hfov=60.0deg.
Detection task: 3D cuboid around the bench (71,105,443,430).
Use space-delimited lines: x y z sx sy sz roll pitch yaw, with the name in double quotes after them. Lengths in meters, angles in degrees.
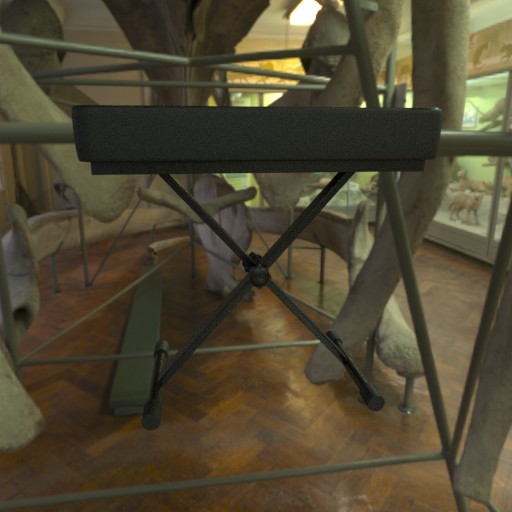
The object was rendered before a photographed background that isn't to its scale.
0.000 0.000 0.903 0.600 0.561 0.300 -2 15 -7 "bench"
